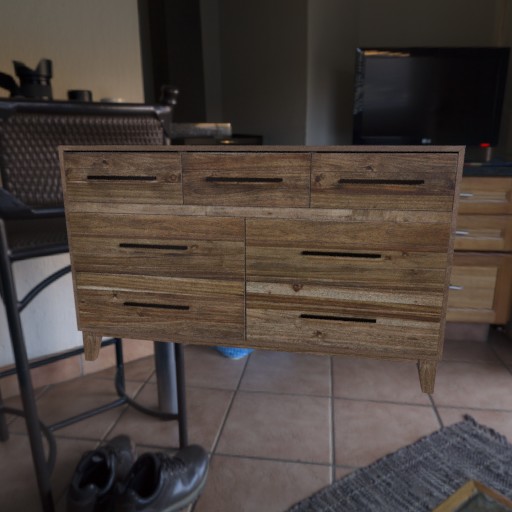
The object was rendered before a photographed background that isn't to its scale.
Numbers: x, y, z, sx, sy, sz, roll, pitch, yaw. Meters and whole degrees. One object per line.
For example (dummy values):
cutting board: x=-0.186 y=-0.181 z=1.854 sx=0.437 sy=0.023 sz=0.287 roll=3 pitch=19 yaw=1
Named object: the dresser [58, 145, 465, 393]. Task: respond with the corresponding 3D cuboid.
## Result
dresser: x=0.000 y=0.000 z=1.805 sx=1.400 sy=0.873 sz=0.446 roll=3 pitch=14 yaw=10
